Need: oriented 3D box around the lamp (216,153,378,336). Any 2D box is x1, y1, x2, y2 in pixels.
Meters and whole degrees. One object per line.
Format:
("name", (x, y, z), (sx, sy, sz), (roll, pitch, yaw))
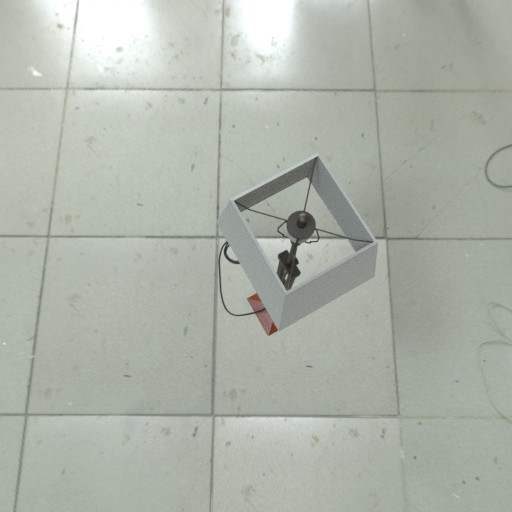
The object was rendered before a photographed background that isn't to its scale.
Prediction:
("lamp", (0.000, 0.000, 2.028), (0.472, 1.712, 0.745), (-28, 77, -7))
